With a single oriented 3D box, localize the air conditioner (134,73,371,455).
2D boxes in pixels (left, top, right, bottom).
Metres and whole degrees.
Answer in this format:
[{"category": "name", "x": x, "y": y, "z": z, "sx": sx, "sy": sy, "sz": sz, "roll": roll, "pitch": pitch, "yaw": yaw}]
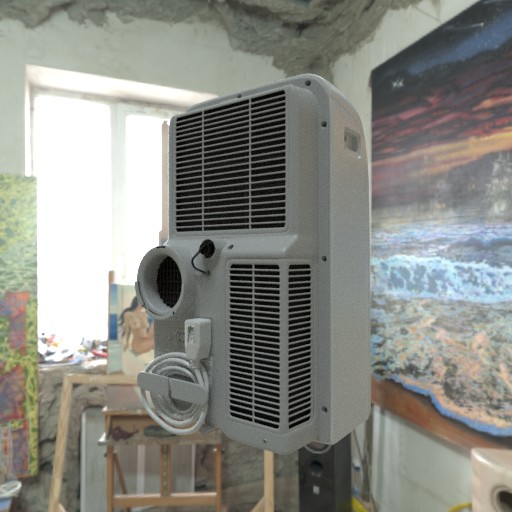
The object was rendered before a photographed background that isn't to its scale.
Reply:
[{"category": "air conditioner", "x": 0.000, "y": 0.000, "z": 1.056, "sx": 0.449, "sy": 0.786, "sz": 0.414, "roll": 0, "pitch": 0, "yaw": 36}]
